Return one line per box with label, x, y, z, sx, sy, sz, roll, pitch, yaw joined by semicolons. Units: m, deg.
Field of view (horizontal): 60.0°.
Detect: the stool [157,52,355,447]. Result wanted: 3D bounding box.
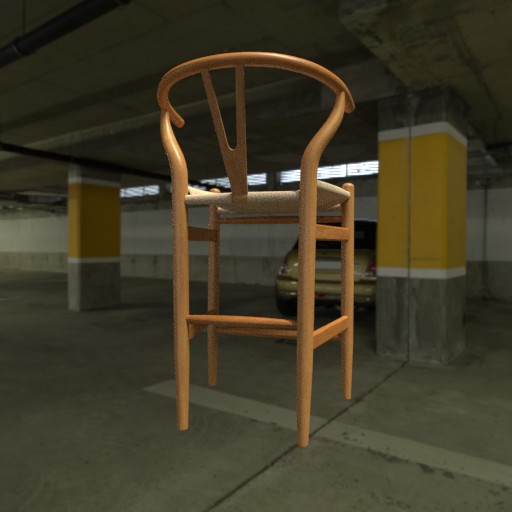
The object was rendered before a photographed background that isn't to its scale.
stool;0.000;0.000;1.328;0.569;0.970;0.579;0;1;17
